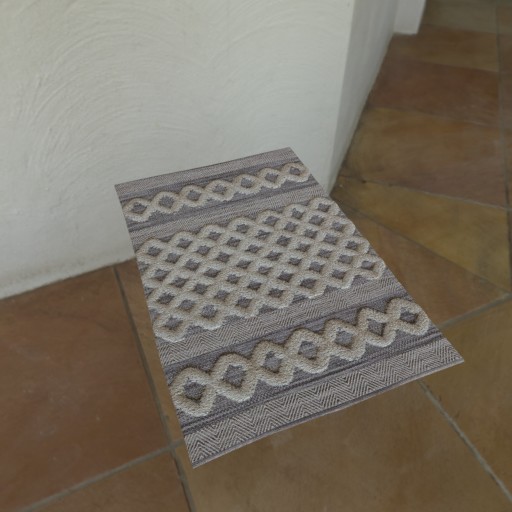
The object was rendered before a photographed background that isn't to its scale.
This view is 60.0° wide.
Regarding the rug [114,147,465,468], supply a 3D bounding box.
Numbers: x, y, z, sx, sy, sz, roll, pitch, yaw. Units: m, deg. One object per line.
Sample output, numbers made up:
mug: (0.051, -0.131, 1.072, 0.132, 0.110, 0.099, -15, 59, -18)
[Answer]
rug: (0.000, 0.000, 2.344, 1.222, 0.030, 1.823, -16, 48, -15)
